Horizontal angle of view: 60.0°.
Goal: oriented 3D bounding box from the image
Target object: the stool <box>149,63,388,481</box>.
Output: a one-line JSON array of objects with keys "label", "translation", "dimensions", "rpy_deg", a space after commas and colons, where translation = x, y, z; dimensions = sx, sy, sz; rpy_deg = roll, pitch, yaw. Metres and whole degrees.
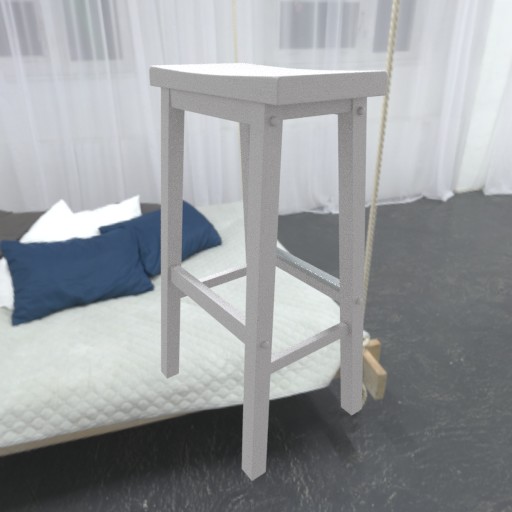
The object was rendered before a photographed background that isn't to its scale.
[{"label": "stool", "translation": [0.000, 0.000, 0.949], "dimensions": [0.322, 0.742, 0.406], "rpy_deg": [-18, 31, -33]}]
